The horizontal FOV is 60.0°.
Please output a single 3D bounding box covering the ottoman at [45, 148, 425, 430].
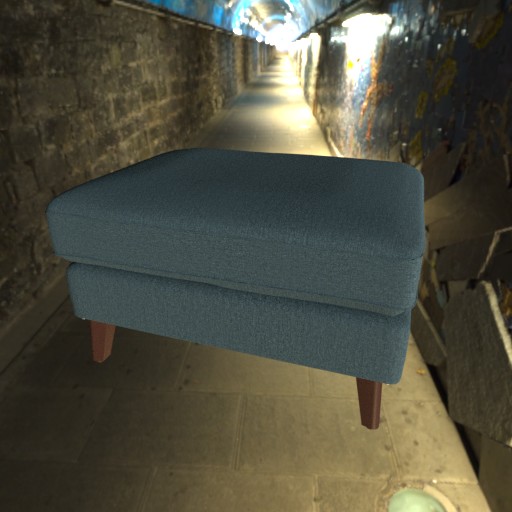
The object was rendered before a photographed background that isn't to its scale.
[{"bbox_3d":[0.000,0.000,1.234,0.835,0.503,0.629,8,27,17],"label":"ottoman"}]
